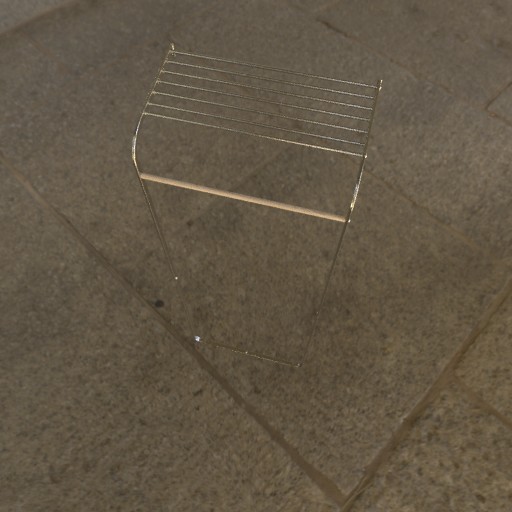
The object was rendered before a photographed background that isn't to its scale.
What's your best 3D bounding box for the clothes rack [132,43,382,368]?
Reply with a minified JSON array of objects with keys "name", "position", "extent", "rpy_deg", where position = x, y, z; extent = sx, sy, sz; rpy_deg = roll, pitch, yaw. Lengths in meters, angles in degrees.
[{"name":"clothes rack","position":[0.000,0.000,1.821],"extent":[0.609,1.574,0.349],"rpy_deg":[13,61,7]}]
